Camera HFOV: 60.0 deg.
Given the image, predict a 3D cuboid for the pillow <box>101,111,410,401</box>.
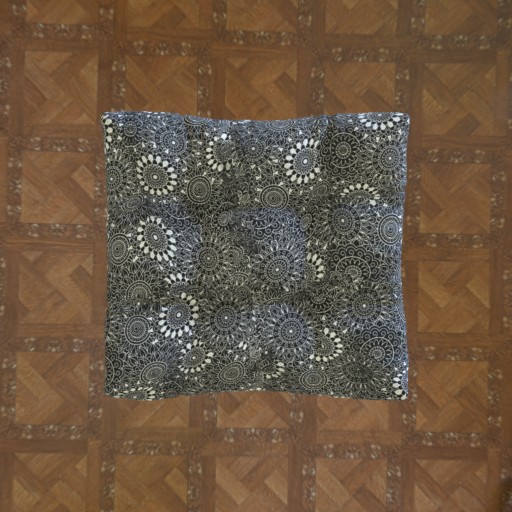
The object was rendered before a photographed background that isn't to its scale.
[{"bbox_3d":[0.000,0.000,0.731,0.490,0.128,0.468,0,90,0],"label":"pillow"}]
